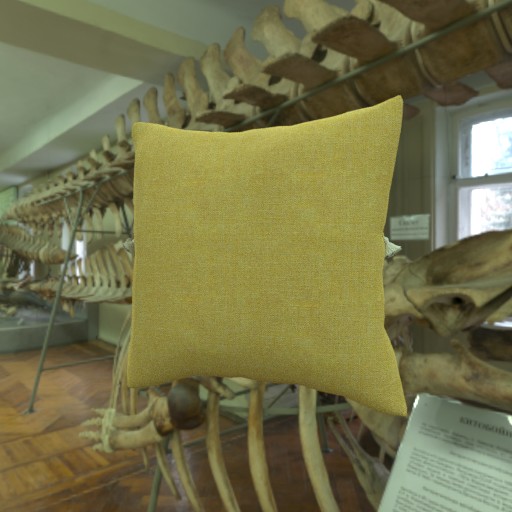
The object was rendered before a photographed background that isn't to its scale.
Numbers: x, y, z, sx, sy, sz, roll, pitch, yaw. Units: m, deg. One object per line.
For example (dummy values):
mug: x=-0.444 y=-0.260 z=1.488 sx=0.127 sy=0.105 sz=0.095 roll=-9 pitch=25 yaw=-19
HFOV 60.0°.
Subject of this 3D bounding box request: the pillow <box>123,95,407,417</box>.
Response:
pillow: x=0.000 y=0.000 z=0.750 sx=0.485 sy=0.481 sz=0.167 roll=0 pitch=0 yaw=18
